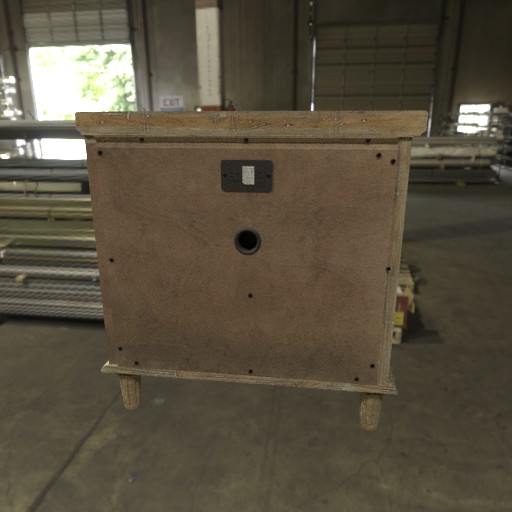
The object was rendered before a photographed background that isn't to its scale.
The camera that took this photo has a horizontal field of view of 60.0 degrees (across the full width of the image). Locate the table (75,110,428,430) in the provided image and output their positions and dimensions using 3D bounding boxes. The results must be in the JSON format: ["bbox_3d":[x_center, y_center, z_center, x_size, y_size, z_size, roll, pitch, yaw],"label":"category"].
[{"bbox_3d":[0.000,0.000,1.157,0.686,0.711,0.457,2,17,7],"label":"table"}]
